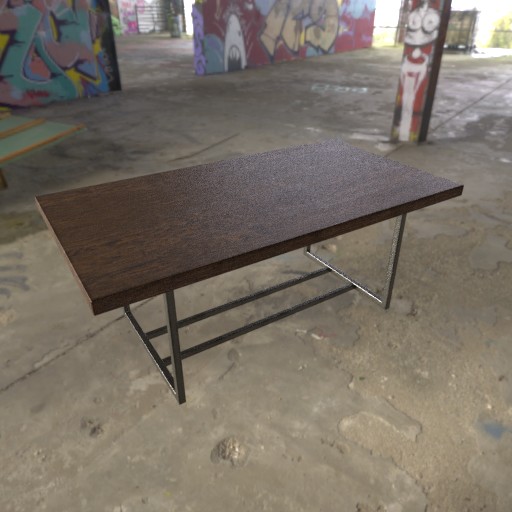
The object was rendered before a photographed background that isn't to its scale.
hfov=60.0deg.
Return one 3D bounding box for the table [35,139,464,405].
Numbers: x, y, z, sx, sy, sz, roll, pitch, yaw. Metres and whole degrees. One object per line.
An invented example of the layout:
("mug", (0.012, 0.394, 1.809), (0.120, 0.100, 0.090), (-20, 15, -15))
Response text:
("table", (0.000, 0.000, 2.526), (1.989, 0.795, 1.078), (-18, 35, -28))
